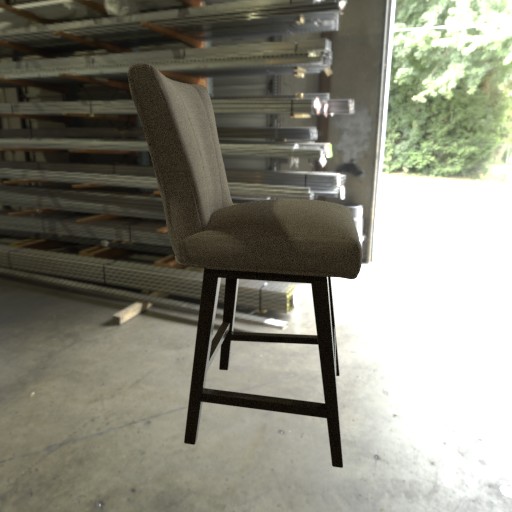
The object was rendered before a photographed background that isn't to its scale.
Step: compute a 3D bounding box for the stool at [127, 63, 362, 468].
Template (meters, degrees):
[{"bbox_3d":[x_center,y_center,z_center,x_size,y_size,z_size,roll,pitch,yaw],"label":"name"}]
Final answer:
[{"bbox_3d":[0.000,0.000,1.308,0.574,1.000,0.514,2,15,9],"label":"stool"}]
